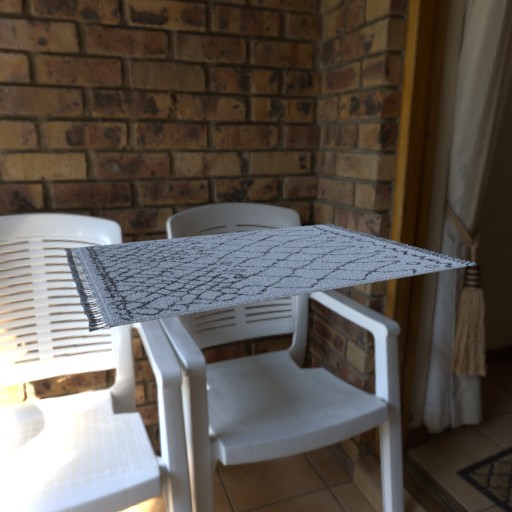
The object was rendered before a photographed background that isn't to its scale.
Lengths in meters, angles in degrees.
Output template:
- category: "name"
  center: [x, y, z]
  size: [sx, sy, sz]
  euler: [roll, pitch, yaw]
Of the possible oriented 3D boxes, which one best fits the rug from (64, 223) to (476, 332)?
- category: "rug"
  center: [0.000, 0.000, 3.005]
  size: [2.312, 0.017, 1.613]
  euler: [-7, 16, -25]
